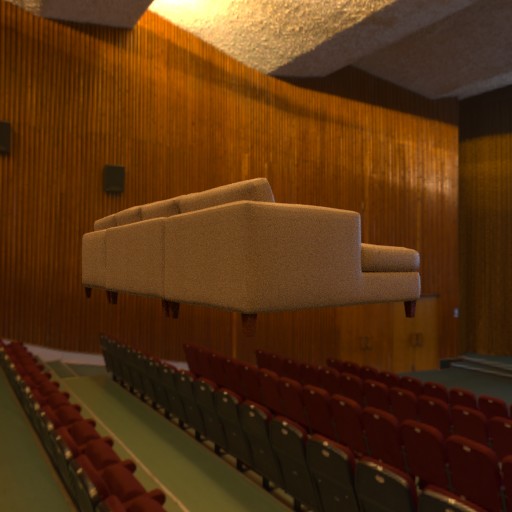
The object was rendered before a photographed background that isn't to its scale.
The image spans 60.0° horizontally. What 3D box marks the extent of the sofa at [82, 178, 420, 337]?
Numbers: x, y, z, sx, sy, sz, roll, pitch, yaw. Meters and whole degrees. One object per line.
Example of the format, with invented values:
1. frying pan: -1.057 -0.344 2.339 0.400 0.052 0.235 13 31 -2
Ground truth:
1. sofa: 0.000 0.000 4.532 2.594 0.961 3.460 1 -1 -36
